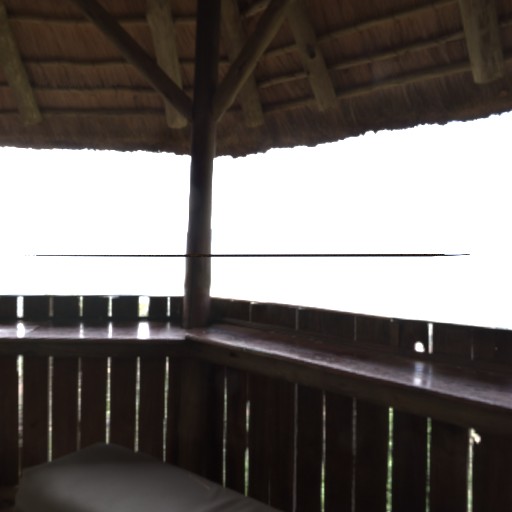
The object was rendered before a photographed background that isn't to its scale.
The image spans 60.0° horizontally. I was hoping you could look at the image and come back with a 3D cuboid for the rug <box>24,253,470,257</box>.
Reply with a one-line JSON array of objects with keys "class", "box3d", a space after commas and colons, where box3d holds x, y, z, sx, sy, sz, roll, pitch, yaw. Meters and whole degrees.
[{"class": "rug", "box3d": [0.000, 0.000, 2.961, 2.434, 0.010, 1.516, 0, 0, 20]}]
